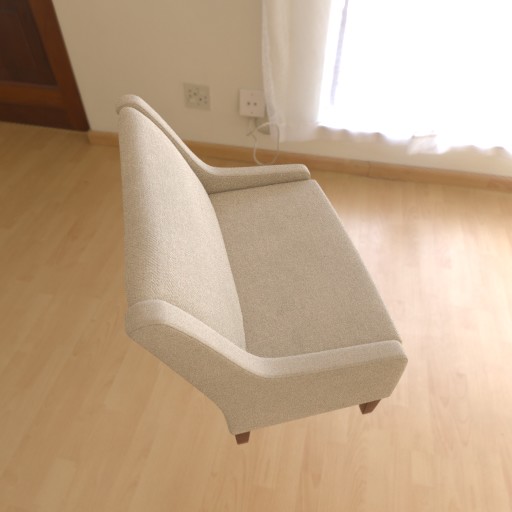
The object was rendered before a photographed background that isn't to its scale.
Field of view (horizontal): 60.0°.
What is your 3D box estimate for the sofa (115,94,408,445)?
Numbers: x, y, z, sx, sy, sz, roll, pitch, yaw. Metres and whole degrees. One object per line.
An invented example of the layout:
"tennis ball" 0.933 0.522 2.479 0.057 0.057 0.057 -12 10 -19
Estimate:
"sofa" 0.000 0.000 1.891 0.946 0.976 1.212 -10 48 -9
